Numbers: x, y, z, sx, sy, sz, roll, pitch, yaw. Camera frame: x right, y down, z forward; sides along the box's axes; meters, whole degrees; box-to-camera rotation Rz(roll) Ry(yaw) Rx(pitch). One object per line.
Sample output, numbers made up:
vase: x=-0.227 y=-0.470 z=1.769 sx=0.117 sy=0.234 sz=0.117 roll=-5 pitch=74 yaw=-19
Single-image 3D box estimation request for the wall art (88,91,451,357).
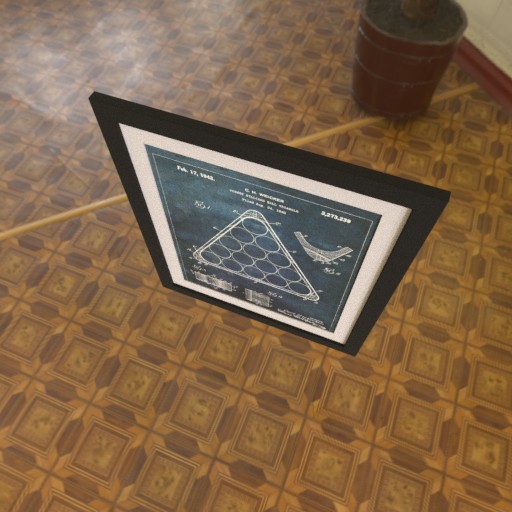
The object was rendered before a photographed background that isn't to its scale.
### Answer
wall art: x=0.000 y=0.000 z=0.515 sx=0.311 sy=0.361 sz=0.010 roll=19 pitch=61 yaw=11
